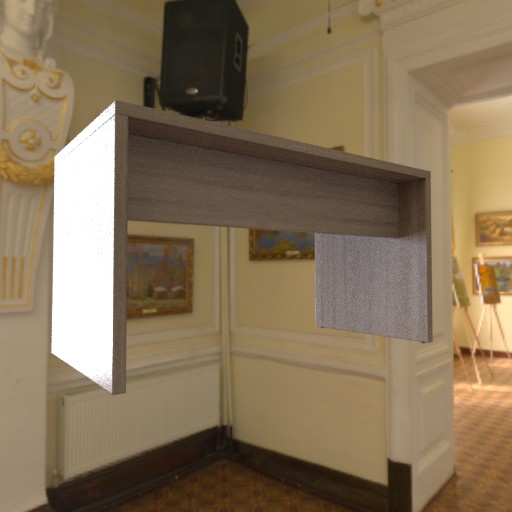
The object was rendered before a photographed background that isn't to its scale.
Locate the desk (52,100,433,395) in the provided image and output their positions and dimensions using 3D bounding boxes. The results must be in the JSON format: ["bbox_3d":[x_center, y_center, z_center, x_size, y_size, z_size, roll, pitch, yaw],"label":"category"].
[{"bbox_3d":[0.000,0.000,1.791,1.380,0.745,0.690,1,-2,-36],"label":"desk"}]
